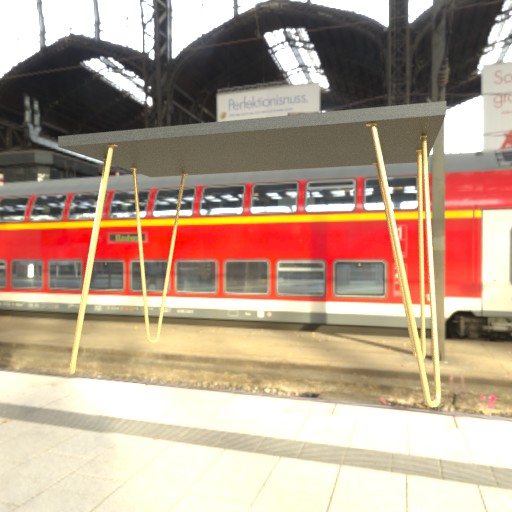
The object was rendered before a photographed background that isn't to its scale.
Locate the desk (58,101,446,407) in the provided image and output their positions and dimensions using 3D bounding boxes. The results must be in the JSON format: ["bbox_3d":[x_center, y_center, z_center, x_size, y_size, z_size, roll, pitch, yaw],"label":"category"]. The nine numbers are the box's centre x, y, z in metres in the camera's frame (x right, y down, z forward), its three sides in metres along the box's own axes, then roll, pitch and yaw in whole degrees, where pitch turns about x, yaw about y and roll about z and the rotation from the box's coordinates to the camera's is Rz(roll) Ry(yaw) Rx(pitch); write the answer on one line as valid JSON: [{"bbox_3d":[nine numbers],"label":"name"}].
[{"bbox_3d":[0.000,0.000,1.321,0.991,0.660,0.499,0,0,17],"label":"desk"}]
